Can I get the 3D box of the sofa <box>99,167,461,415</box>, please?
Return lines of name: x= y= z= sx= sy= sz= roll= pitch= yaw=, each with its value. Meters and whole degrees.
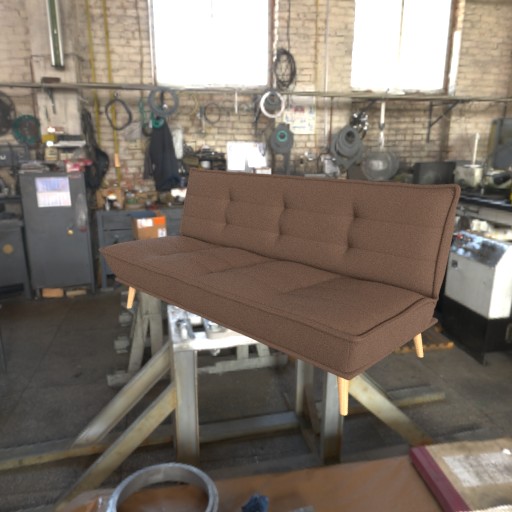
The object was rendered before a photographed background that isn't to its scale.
sofa: x=0.000 y=0.000 z=2.506 sx=1.940 sy=0.890 sz=0.950 roll=14 pitch=20 yaw=43
